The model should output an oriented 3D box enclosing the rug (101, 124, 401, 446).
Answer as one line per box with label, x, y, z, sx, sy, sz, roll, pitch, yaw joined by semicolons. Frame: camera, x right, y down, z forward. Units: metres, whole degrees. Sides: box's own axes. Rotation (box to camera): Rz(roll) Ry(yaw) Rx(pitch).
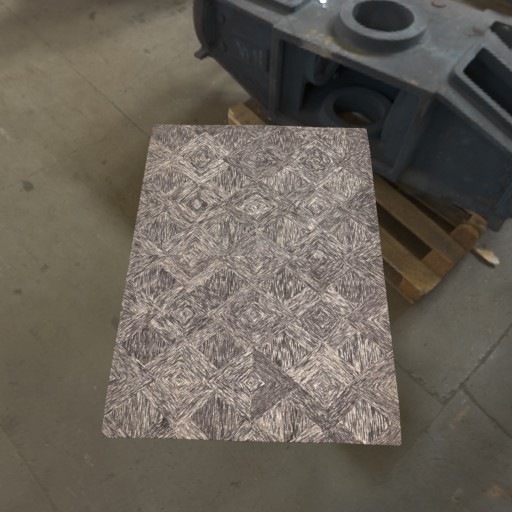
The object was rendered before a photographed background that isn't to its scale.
rug;0.000;0.000;5.279;2.997;0.020;4.093;1;63;1
